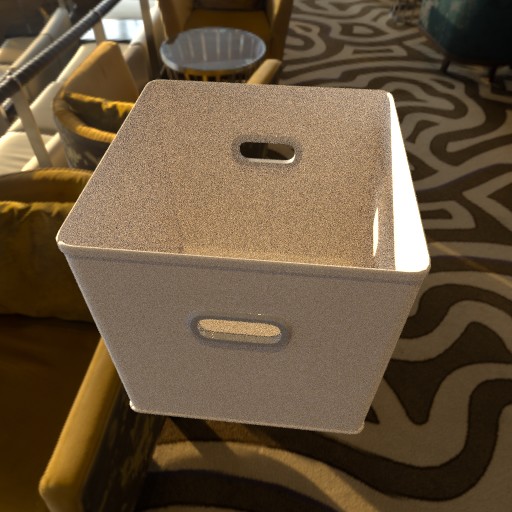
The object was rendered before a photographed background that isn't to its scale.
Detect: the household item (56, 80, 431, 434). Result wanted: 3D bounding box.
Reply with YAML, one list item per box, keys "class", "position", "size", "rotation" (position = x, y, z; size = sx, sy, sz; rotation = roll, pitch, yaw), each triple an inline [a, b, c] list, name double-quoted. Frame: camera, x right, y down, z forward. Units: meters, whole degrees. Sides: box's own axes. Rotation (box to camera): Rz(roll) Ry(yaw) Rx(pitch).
- class: "household item"
  position: [0.000, 0.000, 0.558]
  size: [0.305, 0.305, 0.305]
  rotation: [4, 47, 4]
